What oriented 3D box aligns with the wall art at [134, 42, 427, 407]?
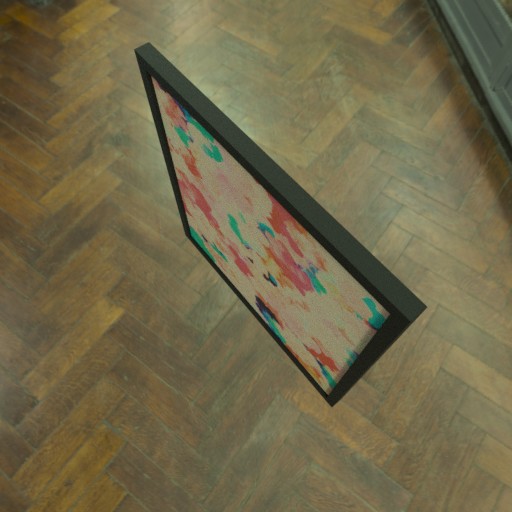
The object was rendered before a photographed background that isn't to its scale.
[{"bbox_3d":[0.000,0.000,0.450,0.015,0.304,0.306,-35,68,-17],"label":"wall art"}]
